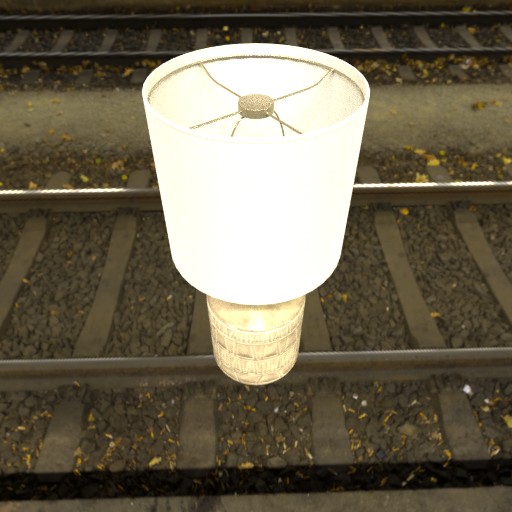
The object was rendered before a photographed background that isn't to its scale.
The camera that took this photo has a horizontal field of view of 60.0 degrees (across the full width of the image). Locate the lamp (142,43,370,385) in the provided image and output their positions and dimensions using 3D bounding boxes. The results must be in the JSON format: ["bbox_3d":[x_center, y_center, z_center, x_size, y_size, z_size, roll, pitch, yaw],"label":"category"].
[{"bbox_3d":[0.000,0.000,0.576,0.211,0.455,0.211,-16,46,-16],"label":"lamp"}]
